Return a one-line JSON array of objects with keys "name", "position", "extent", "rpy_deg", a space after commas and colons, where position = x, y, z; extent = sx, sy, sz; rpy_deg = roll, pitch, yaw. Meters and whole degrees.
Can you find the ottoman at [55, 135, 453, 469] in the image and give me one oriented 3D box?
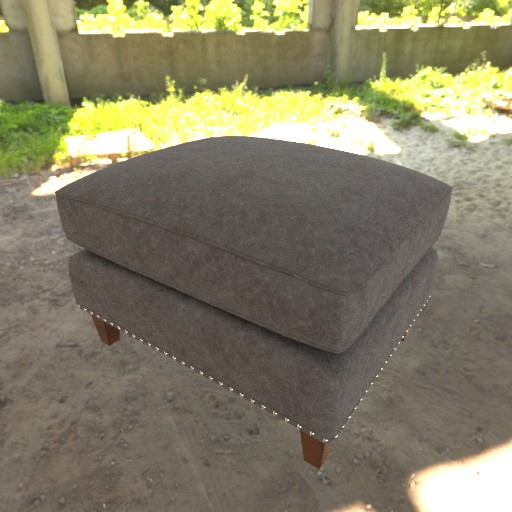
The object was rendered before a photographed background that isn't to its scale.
[{"name": "ottoman", "position": [0.000, 0.000, 1.098], "extent": [0.741, 0.513, 0.584], "rpy_deg": [19, 34, 31]}]
